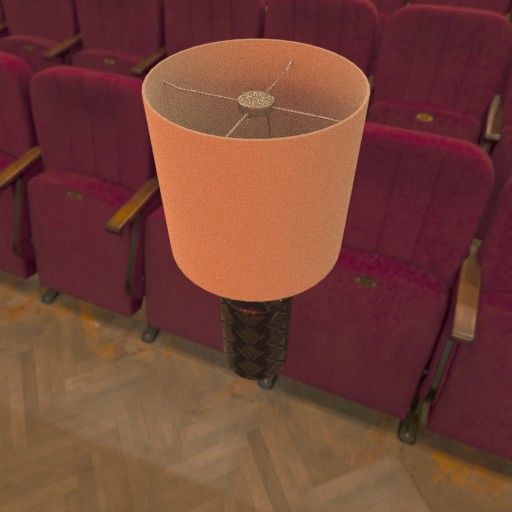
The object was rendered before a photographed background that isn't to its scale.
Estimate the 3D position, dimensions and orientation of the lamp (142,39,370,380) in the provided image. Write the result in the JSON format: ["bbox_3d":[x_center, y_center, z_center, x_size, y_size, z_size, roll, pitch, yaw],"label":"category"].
[{"bbox_3d":[0.000,0.000,0.571,0.207,0.461,0.207,17,48,16],"label":"lamp"}]
